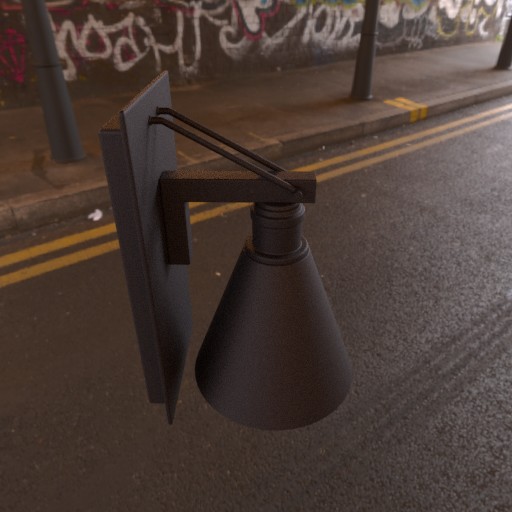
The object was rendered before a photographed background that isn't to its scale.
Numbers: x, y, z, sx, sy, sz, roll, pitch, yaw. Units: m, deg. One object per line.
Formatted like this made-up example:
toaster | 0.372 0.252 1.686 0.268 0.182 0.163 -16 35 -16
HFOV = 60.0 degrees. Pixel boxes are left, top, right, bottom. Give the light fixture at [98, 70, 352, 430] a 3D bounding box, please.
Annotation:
light fixture | 0.000 0.000 0.411 0.207 0.298 0.170 1 32 1
